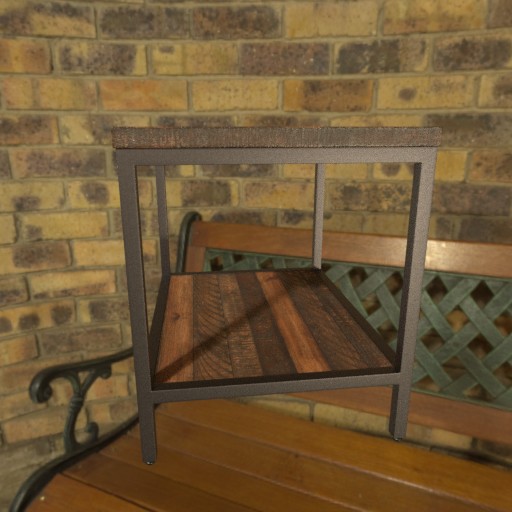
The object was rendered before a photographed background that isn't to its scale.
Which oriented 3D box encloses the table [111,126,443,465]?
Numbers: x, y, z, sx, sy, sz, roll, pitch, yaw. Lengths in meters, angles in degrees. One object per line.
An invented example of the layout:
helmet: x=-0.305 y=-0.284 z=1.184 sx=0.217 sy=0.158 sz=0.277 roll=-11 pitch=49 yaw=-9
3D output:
table: x=0.000 y=0.000 z=1.094 sx=0.524 sy=0.612 sz=0.678 roll=-2 pitch=16 yaw=-7
